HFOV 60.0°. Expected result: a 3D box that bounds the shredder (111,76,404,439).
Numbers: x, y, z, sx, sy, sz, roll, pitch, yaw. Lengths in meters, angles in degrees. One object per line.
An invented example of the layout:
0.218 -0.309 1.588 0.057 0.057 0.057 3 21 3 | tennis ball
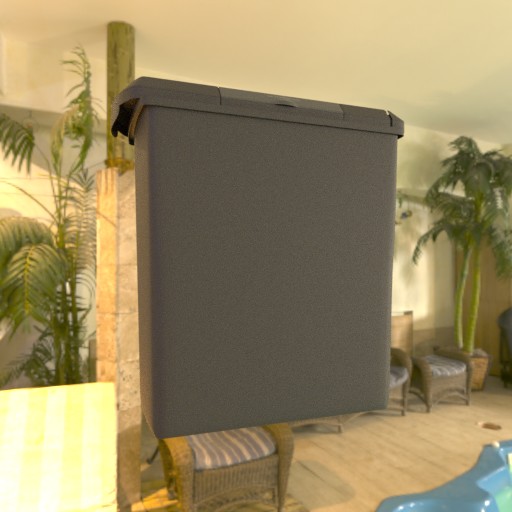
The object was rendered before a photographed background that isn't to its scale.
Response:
0.000 0.000 0.511 0.320 0.335 0.170 0 -1 -20 | shredder
